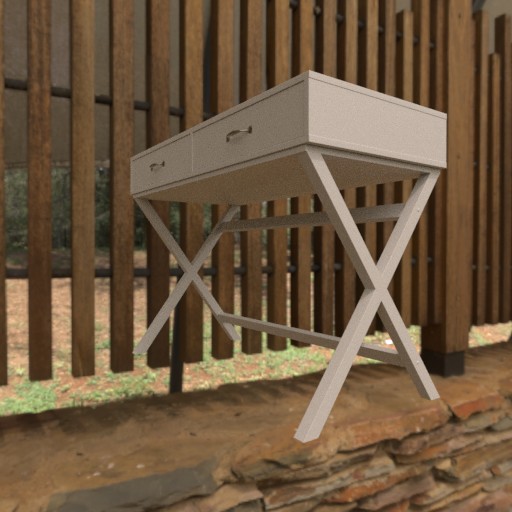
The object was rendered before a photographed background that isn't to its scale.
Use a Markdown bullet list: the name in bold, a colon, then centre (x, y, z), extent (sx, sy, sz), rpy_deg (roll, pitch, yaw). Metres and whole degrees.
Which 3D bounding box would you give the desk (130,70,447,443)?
- **desk**: centre (0.000, 0.000, 1.491), extent (0.525, 0.780, 1.057), rpy_deg (0, 1, -35)
